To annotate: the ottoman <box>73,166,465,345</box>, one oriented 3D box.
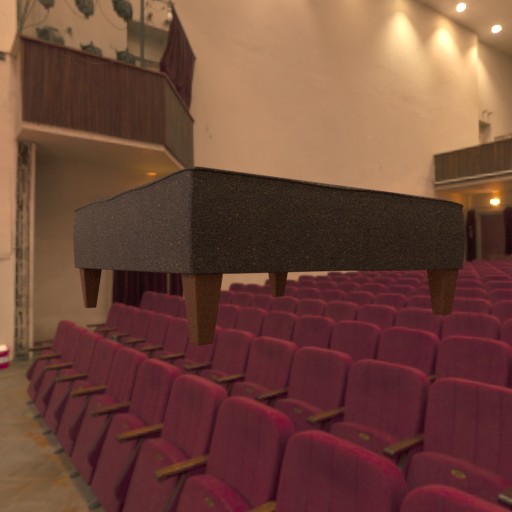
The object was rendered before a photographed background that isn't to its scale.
[{"bbox_3d":[0.000,0.000,1.551,1.004,0.382,0.968,0,-1,-35],"label":"ottoman"}]
